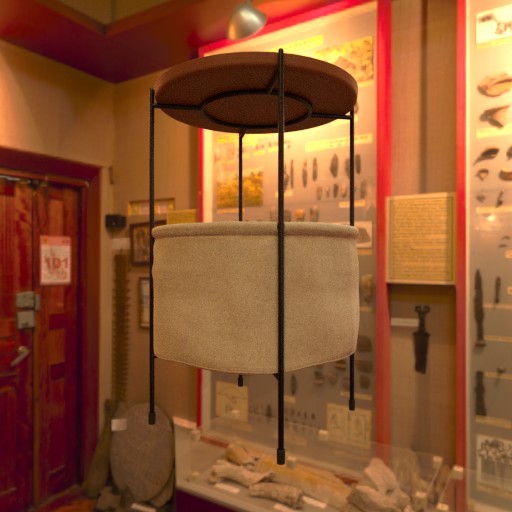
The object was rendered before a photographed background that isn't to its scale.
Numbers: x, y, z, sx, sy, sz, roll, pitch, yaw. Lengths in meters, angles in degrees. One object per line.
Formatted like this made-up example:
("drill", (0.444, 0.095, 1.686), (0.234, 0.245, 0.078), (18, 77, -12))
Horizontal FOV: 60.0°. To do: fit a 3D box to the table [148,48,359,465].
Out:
("table", (0.000, 0.000, 0.861), (0.393, 0.623, 0.393), (0, 0, 34))
